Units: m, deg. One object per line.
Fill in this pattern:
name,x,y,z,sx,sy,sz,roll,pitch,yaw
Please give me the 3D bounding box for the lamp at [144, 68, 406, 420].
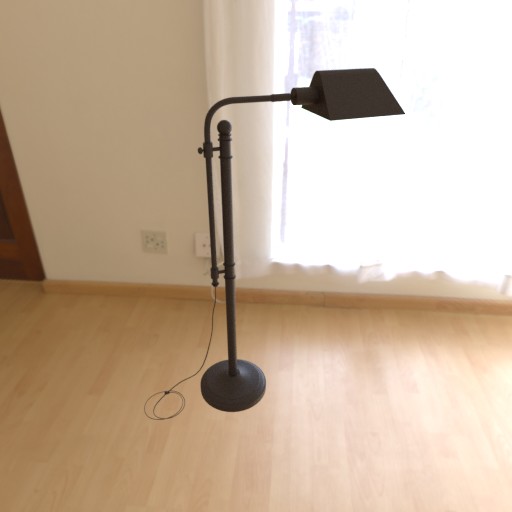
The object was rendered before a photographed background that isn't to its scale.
lamp,0.000,0.000,0.924,0.545,0.708,0.159,-10,31,-17
